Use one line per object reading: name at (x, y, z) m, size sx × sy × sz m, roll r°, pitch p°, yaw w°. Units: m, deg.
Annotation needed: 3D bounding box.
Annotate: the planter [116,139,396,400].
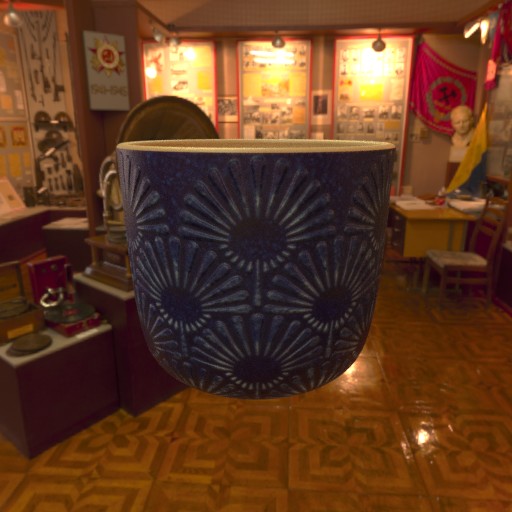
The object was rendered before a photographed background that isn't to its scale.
planter at (0.000, 0.000, 0.220) m, size 0.124 × 0.109 × 0.124 m, roll 0°, pitch 16°, yaw 0°
